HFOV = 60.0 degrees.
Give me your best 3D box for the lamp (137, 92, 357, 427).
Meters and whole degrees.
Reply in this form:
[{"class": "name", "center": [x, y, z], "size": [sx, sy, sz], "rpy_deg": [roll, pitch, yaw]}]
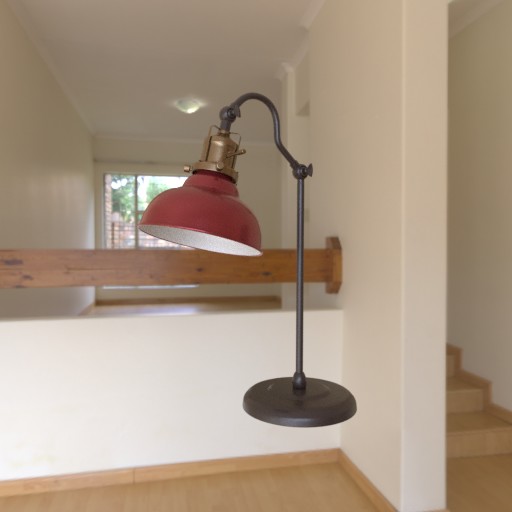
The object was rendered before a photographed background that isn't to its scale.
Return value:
[{"class": "lamp", "center": [0.000, 0.000, 0.695], "size": [0.374, 0.508, 0.192], "rpy_deg": [-1, 1, -37]}]
